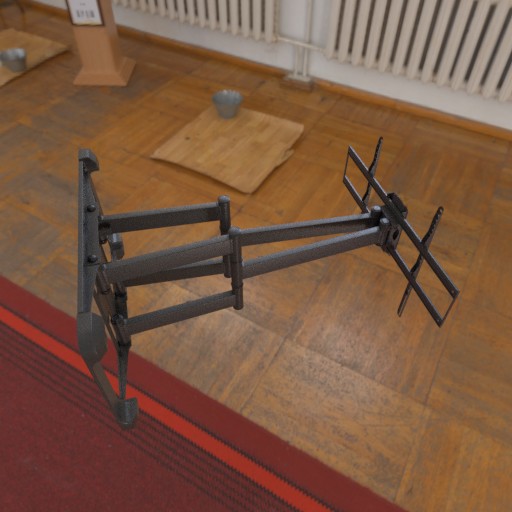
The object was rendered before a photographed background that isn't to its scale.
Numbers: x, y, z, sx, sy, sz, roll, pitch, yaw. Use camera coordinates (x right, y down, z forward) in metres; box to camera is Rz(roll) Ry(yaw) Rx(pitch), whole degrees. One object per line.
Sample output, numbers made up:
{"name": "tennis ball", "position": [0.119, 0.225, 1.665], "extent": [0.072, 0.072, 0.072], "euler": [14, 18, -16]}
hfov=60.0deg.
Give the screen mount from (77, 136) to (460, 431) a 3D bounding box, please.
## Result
{"name": "screen mount", "position": [0.000, 0.000, 1.340], "extent": [0.905, 0.483, 0.725], "euler": [-11, 48, -10]}
